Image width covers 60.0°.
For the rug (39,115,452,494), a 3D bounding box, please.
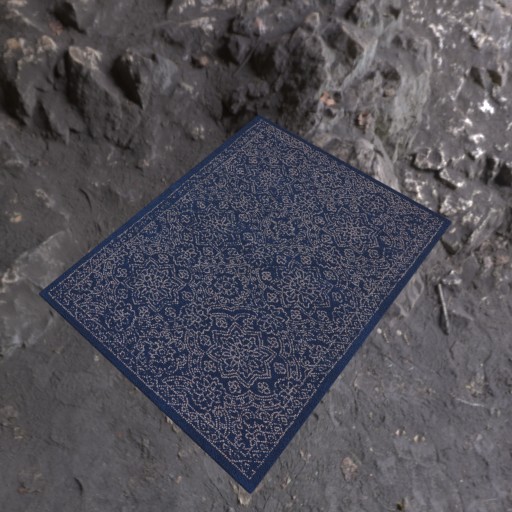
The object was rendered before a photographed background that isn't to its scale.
[{"bbox_3d":[0.000,0.000,4.097,2.438,0.010,3.048,35,64,20],"label":"rug"}]
